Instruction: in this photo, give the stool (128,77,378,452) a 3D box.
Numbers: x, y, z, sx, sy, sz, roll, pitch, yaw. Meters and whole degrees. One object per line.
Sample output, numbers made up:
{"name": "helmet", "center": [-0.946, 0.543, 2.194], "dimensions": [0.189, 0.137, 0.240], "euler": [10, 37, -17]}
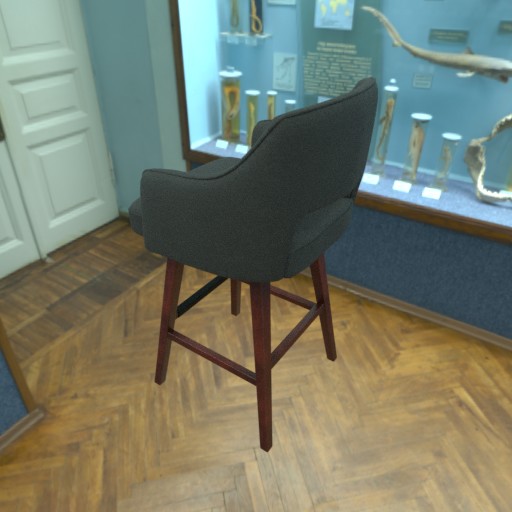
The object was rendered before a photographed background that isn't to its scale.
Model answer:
{"name": "stool", "center": [0.000, 0.000, 1.322], "dimensions": [0.558, 1.012, 0.548], "euler": [21, 38, 28]}
